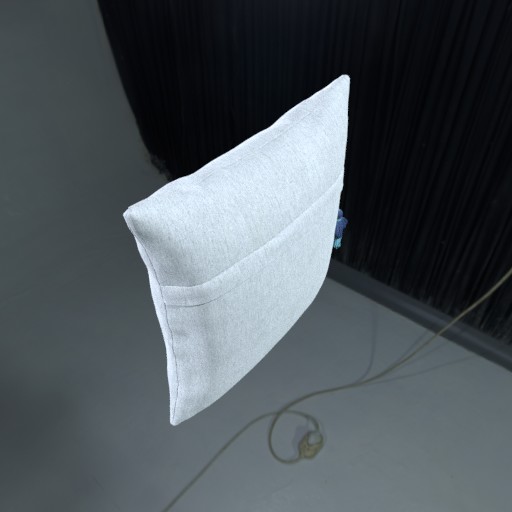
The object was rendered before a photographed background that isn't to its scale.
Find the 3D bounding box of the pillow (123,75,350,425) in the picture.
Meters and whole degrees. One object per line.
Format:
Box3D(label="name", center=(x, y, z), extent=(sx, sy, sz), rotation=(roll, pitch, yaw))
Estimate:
Box3D(label="pillow", center=(0.000, 0.000, 0.691), extent=(0.173, 0.436, 0.433), rotation=(27, 49, 26))
